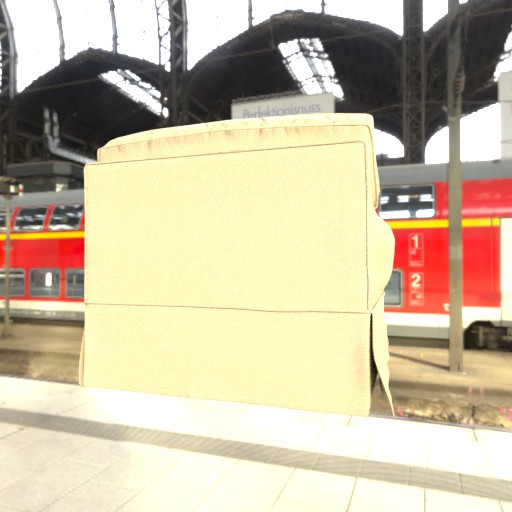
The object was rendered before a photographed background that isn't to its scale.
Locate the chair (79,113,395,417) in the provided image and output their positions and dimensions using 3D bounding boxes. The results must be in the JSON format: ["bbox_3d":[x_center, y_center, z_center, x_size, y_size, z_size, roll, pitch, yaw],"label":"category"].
[{"bbox_3d":[0.000,0.000,1.819,1.096,0.937,0.903,0,-1,18],"label":"chair"}]
